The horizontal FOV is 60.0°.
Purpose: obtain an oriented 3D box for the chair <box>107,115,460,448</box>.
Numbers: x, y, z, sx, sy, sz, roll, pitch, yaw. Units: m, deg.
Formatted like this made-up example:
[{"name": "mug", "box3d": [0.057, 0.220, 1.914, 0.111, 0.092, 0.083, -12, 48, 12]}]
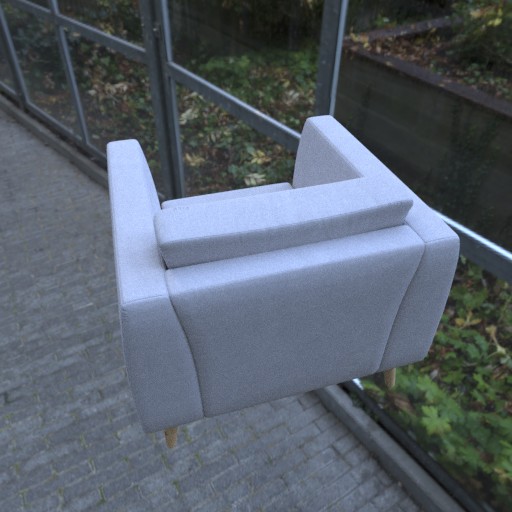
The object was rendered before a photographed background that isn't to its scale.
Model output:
[{"name": "chair", "box3d": [0.000, 0.000, 1.662, 1.000, 0.860, 0.930, -11, 41, -13]}]
